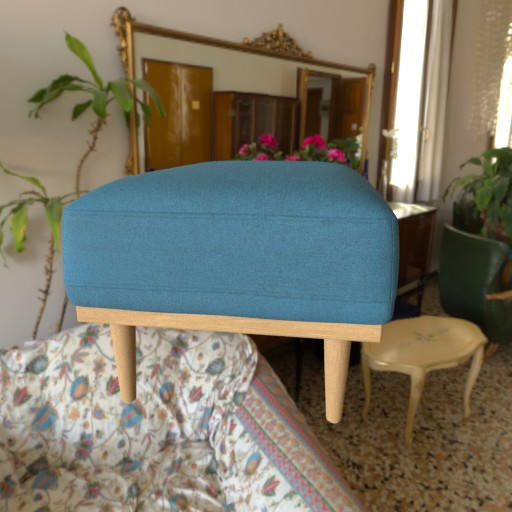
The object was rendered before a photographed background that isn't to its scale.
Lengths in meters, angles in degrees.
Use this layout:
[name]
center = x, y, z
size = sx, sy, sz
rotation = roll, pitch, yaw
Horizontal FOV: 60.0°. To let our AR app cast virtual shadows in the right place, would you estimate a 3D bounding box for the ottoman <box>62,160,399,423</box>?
[ottoman]
center = 0.000, 0.000, 1.050
size = 0.549, 0.428, 0.749
rotation = 2, 15, 9
